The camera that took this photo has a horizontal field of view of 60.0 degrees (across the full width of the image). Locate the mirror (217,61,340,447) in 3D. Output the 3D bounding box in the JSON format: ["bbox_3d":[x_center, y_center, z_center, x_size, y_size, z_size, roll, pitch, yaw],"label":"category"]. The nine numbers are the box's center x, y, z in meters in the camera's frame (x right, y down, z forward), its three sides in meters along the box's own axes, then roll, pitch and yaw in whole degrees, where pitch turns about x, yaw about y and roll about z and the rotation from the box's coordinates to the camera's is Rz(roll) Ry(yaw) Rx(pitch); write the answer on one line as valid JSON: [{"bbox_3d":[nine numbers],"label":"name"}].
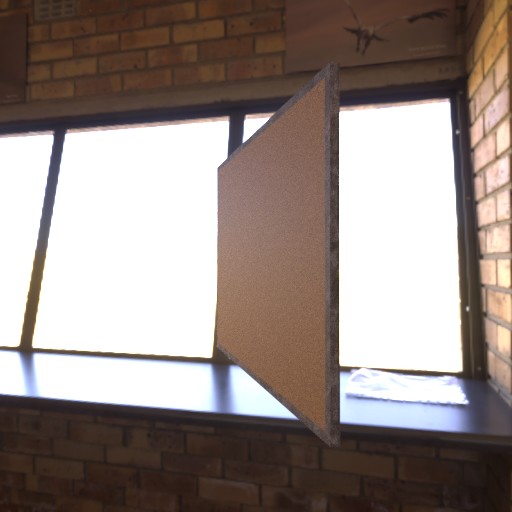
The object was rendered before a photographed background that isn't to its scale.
[{"bbox_3d":[0.000,0.000,1.442,0.022,0.795,1.101,0,0,-17],"label":"mirror"}]
